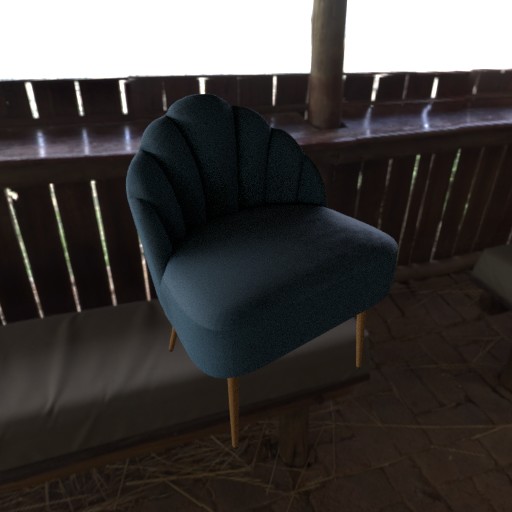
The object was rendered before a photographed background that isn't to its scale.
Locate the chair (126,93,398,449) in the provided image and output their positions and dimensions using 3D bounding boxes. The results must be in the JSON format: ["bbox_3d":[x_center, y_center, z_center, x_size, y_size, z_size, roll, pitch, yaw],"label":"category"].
[{"bbox_3d":[0.000,0.000,1.296,0.657,0.819,0.599,-21,36,-31],"label":"chair"}]
